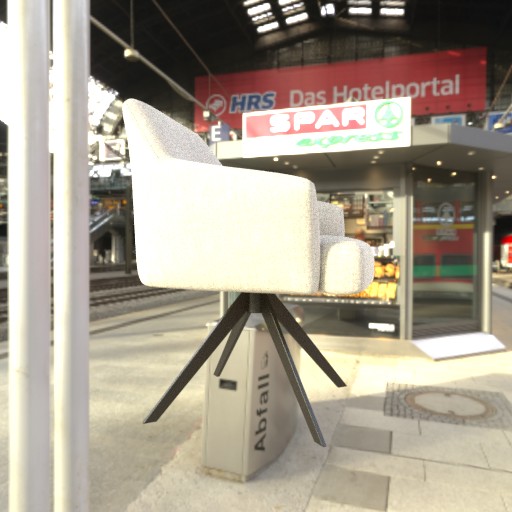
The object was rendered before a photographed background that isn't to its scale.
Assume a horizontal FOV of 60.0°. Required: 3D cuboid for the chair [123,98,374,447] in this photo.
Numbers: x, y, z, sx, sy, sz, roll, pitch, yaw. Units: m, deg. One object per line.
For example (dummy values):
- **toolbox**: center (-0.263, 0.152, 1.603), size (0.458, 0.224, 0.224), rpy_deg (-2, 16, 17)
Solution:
- **chair**: center (0.000, 0.000, 1.323), size (0.677, 0.874, 0.642), rpy_deg (0, 0, 17)
